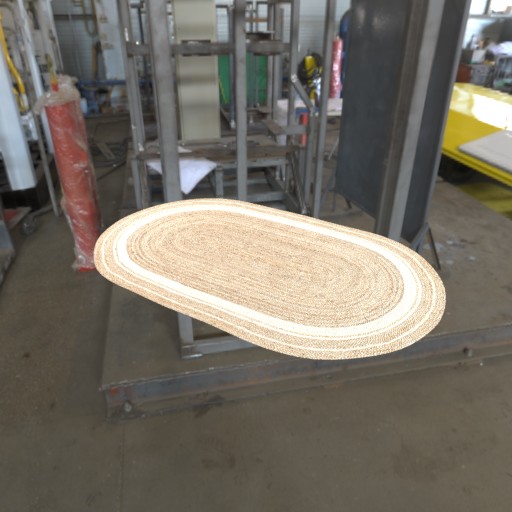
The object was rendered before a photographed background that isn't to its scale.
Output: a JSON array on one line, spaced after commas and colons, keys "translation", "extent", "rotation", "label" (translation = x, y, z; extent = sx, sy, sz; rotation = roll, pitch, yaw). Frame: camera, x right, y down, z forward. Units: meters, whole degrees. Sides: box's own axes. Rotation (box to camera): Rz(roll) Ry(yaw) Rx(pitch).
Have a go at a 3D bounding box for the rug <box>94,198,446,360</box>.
[{"translation": [0.000, 0.000, 3.005], "extent": [2.432, 0.006, 1.520], "rotation": [17, 34, 28], "label": "rug"}]
